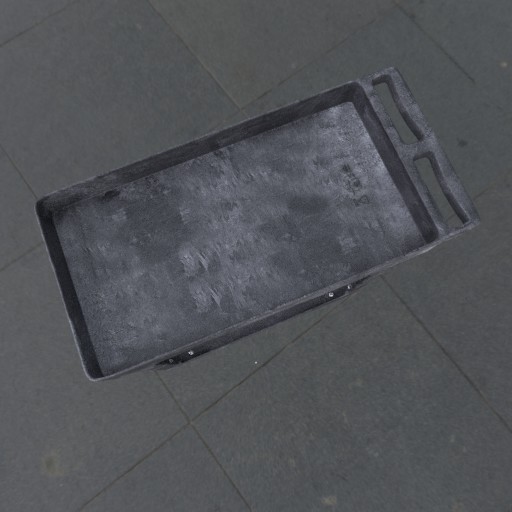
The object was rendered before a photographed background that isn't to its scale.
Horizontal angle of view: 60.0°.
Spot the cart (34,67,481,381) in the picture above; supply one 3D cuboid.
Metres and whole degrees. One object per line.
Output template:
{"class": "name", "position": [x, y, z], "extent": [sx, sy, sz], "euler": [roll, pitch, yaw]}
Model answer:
{"class": "cart", "position": [0.000, 0.000, 1.343], "extent": [0.877, 0.824, 0.420], "euler": [-22, 77, -5]}
